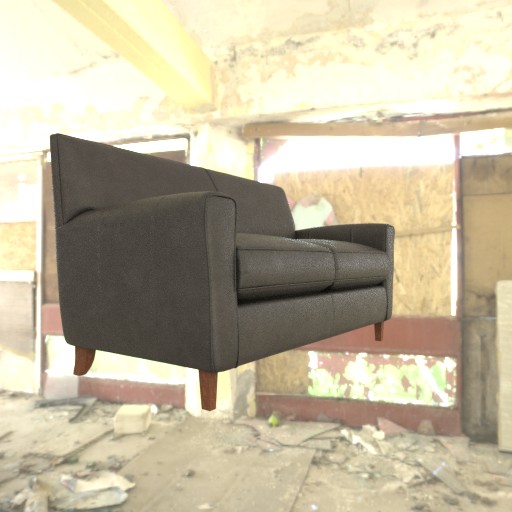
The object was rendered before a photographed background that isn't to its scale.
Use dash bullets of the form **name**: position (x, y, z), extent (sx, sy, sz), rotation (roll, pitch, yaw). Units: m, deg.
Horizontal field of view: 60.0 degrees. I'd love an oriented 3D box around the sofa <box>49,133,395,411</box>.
- **sofa**: position (0.000, 0.000, 1.957), extent (0.787, 0.871, 1.473), rotation (0, -1, 36)
